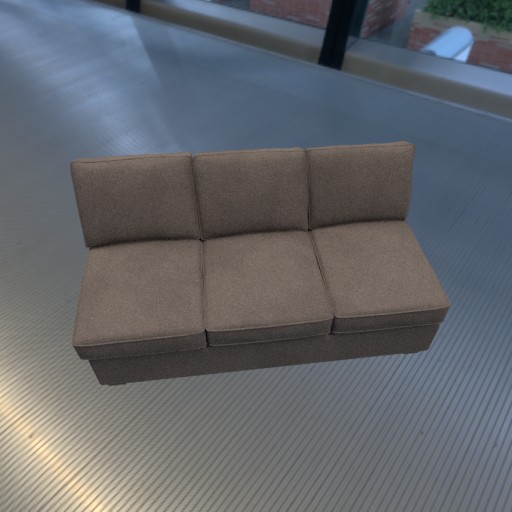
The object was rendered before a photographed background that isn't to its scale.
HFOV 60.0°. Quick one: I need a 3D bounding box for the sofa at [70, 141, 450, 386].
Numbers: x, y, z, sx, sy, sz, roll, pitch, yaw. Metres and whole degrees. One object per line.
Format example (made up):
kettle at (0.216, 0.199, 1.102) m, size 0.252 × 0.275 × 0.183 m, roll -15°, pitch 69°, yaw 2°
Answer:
sofa at (0.000, 0.000, 2.563) m, size 1.962 × 0.973 × 1.027 m, roll -5°, pitch 46°, yaw -5°
